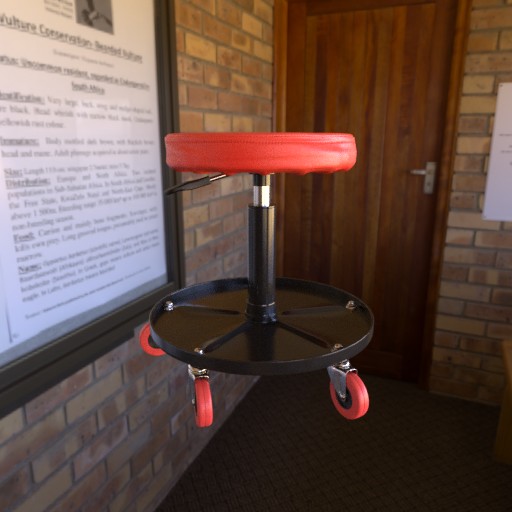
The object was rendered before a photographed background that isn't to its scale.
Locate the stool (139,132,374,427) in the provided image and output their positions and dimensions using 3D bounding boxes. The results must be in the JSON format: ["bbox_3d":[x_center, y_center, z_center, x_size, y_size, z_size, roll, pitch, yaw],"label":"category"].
[{"bbox_3d":[0.000,0.000,0.686,0.382,0.365,0.381,-2,15,-9],"label":"stool"}]
